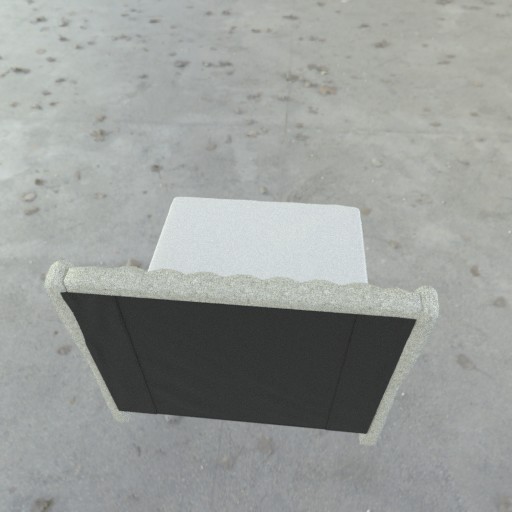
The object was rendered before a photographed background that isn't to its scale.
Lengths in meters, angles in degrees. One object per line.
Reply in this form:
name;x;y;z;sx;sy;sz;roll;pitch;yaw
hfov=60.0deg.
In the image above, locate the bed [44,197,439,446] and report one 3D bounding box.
bed;0.000;0.000;3.786;2.219;1.771;2.347;4;46;4
